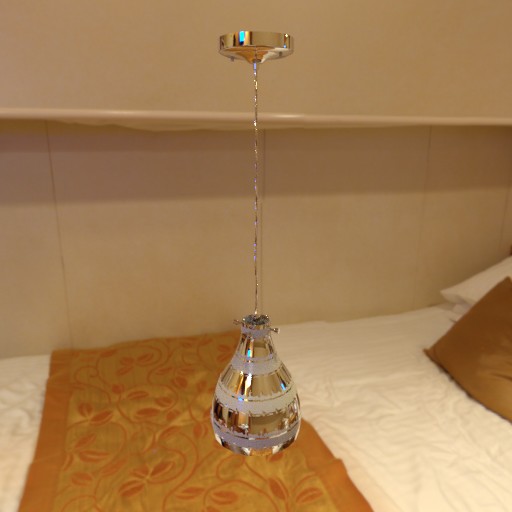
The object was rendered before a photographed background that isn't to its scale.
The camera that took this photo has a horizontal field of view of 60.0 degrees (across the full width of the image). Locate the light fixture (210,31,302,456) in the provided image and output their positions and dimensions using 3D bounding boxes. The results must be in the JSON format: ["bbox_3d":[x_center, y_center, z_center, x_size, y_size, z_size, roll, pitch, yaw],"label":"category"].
[{"bbox_3d":[0.000,0.000,1.634,0.374,1.457,0.374,8,17,26],"label":"light fixture"}]
